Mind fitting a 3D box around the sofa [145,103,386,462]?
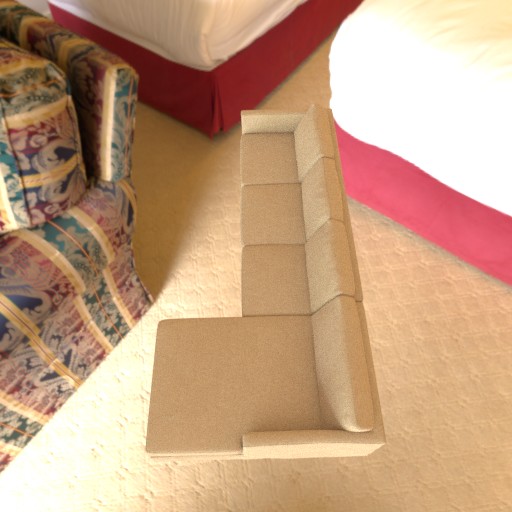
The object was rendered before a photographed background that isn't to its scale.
[{"bbox_3d":[0.000,0.000,3.870,1.625,0.846,3.186,-1,59,-1],"label":"sofa"}]
